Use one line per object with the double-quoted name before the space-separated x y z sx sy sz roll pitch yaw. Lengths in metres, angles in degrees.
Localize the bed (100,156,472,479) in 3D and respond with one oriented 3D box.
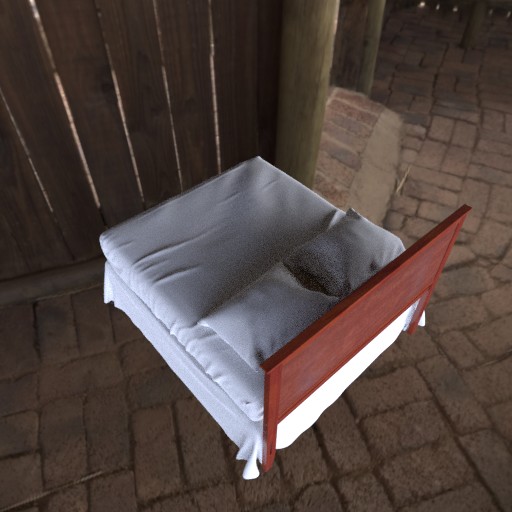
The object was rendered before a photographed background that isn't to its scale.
"bed" 0.000 0.000 3.237 1.870 1.270 2.050 -32 54 -27
